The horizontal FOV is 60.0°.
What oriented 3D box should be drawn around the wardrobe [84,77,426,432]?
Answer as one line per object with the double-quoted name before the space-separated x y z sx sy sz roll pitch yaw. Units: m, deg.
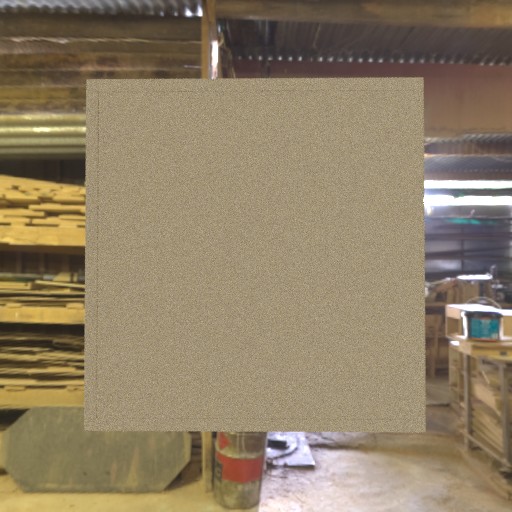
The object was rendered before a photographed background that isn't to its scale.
"wardrobe" 0.000 0.000 0.851 0.500 0.520 0.400 0 -1 1
